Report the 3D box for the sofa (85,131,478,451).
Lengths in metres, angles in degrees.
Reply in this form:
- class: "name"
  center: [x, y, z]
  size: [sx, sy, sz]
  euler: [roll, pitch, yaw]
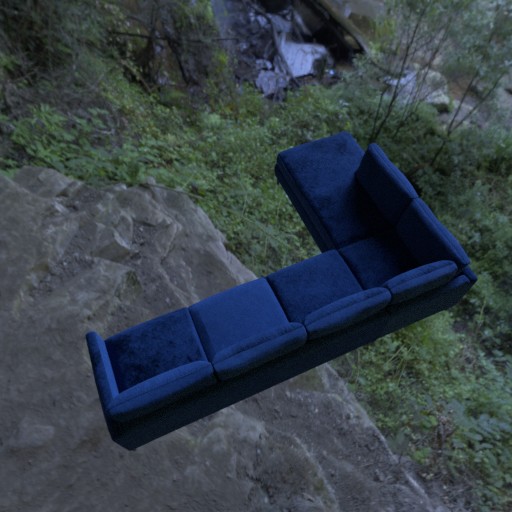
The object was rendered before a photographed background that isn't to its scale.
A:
- class: "sofa"
  center: [0.000, 0.000, 3.760]
  size: [2.949, 0.815, 2.007]
  euler: [-21, 61, -12]
